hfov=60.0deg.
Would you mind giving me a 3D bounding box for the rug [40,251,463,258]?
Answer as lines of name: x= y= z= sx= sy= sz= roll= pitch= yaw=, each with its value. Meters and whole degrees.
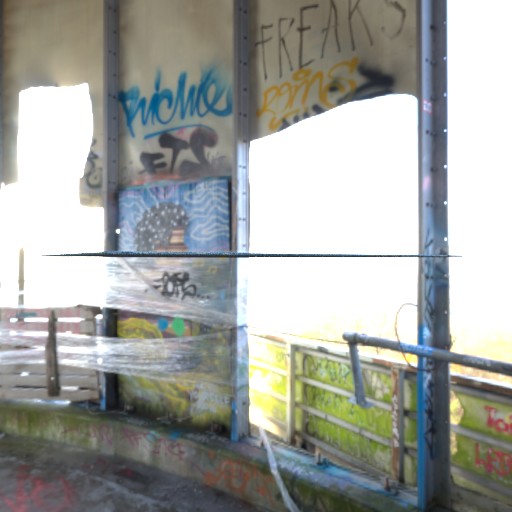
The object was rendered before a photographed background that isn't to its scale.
rug: x=0.000 y=0.000 z=3.007 sx=2.438 sy=0.015 sz=1.524 roll=0 pitch=-1 yaw=-34
